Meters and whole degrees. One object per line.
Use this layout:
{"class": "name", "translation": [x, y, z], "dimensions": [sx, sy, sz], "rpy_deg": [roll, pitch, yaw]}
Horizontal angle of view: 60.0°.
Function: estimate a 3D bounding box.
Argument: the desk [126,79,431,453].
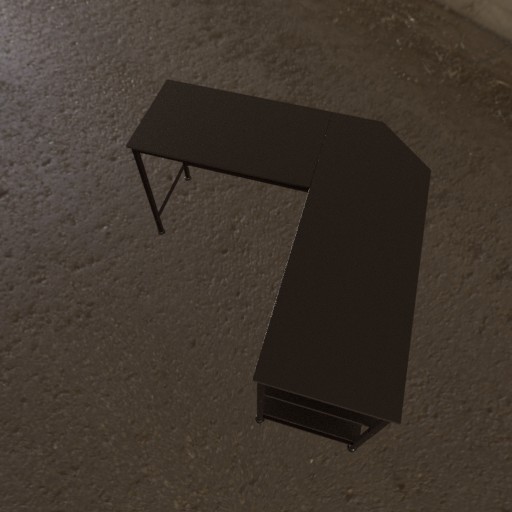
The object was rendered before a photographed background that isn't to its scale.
{"class": "desk", "translation": [0.000, 0.000, 2.185], "dimensions": [1.379, 0.739, 1.379], "rpy_deg": [14, 60, 8]}
